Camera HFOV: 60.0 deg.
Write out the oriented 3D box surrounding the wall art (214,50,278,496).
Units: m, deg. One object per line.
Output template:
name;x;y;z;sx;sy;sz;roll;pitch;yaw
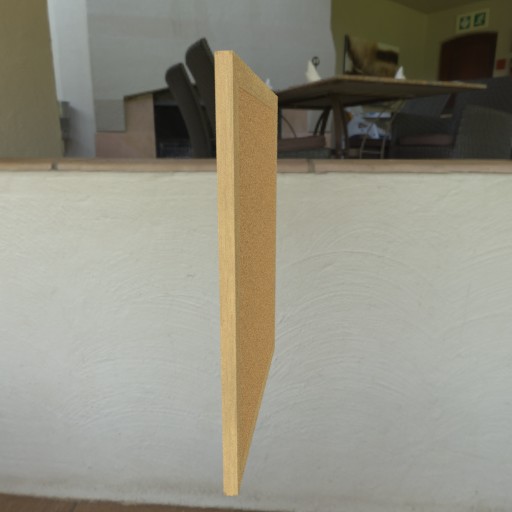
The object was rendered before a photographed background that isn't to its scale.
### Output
wall art;0.000;0.000;0.757;0.020;0.561;0.460;2;14;8
